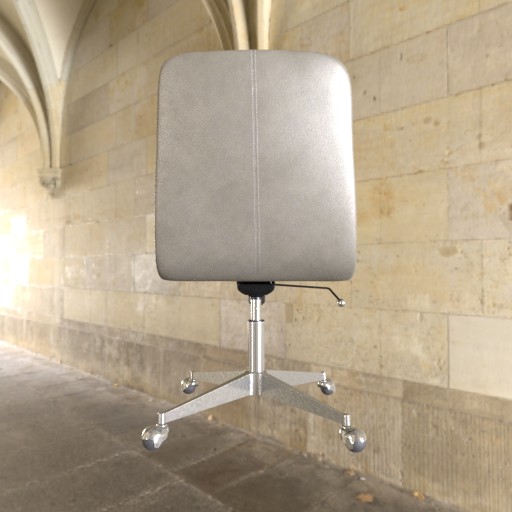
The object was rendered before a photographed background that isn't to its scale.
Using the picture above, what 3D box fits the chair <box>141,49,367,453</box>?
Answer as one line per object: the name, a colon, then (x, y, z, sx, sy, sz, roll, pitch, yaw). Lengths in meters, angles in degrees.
chair: (0.000, 0.000, 1.017, 0.422, 0.738, 0.485, 0, -2, 1)
